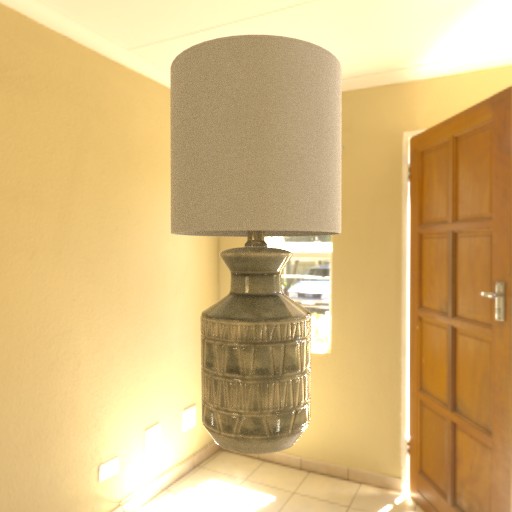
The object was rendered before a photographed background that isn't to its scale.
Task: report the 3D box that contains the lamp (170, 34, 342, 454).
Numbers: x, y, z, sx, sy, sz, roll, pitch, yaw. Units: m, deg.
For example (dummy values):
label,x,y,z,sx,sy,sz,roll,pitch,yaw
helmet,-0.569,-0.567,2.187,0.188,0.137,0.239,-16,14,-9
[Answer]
label,x,y,z,sx,sy,sz,roll,pitch,yaw
lamp,0.000,0.000,0.560,0.211,0.455,0.211,0,1,18
